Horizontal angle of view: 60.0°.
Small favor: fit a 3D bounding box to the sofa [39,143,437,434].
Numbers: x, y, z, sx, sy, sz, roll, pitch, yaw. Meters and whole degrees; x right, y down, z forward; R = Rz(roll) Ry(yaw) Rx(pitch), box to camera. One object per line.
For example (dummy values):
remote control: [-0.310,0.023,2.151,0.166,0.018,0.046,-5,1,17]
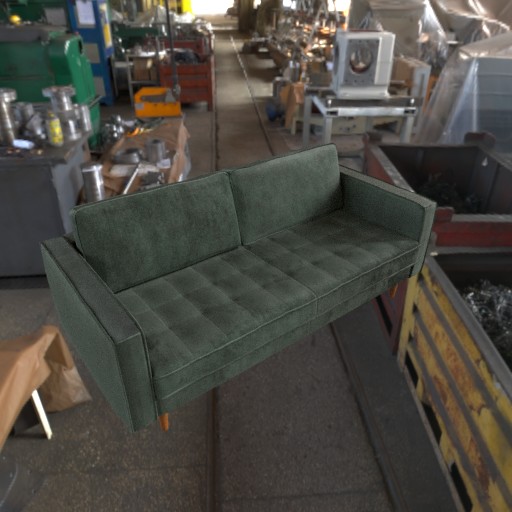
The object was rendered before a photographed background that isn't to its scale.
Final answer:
sofa: [0.000,0.000,2.242,1.816,0.781,0.886,-22,37,-32]
